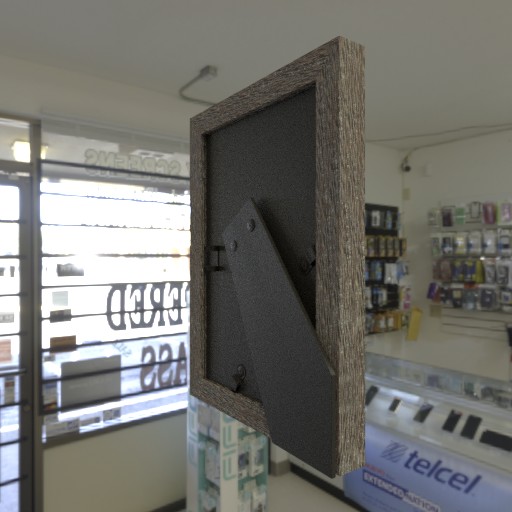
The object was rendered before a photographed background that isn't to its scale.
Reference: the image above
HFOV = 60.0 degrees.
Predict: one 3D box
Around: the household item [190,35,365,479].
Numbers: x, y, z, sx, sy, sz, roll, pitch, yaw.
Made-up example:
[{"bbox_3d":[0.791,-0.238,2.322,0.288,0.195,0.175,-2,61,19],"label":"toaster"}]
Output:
[{"bbox_3d":[0.000,0.000,0.238,0.020,0.180,0.133,0,0,-36],"label":"household item"}]
